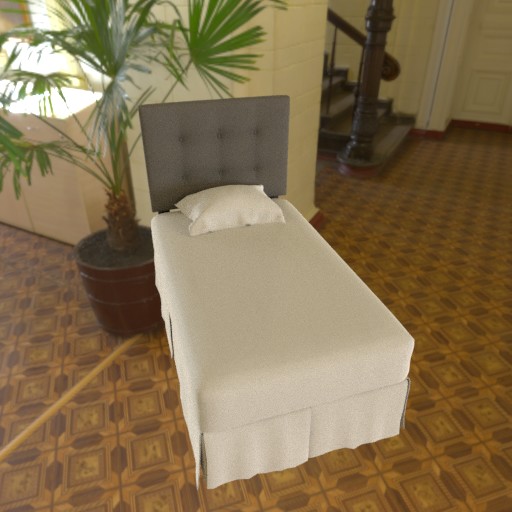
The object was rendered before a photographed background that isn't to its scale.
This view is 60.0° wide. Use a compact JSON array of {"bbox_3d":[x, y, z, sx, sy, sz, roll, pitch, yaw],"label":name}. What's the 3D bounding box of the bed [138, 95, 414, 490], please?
[{"bbox_3d":[0.000,0.000,2.876,1.261,1.571,1.997,-9,33,-15],"label":"bed"}]
